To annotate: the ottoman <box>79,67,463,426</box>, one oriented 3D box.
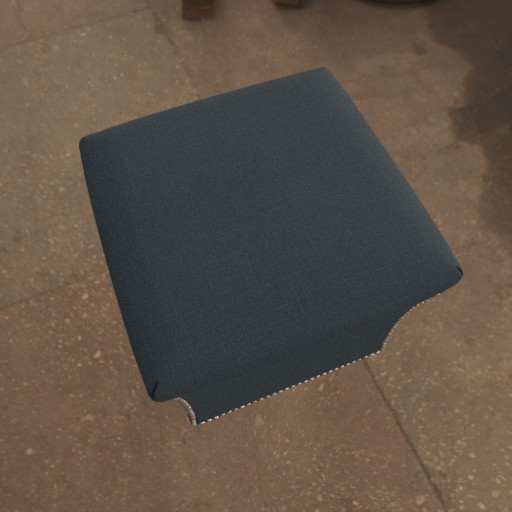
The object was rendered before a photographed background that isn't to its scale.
[{"bbox_3d":[0.000,0.000,0.894,0.507,0.475,0.497,-19,65,-9],"label":"ottoman"}]
